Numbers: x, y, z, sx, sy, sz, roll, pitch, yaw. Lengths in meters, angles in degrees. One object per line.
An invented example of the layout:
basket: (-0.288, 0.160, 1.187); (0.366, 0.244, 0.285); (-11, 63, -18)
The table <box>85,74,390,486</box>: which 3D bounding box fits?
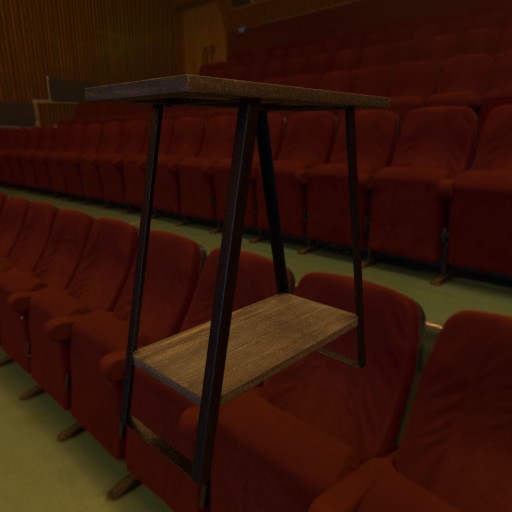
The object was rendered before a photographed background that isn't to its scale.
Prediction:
table: (0.000, 0.000, 1.016); (0.300, 0.701, 0.599); (14, 21, 41)
